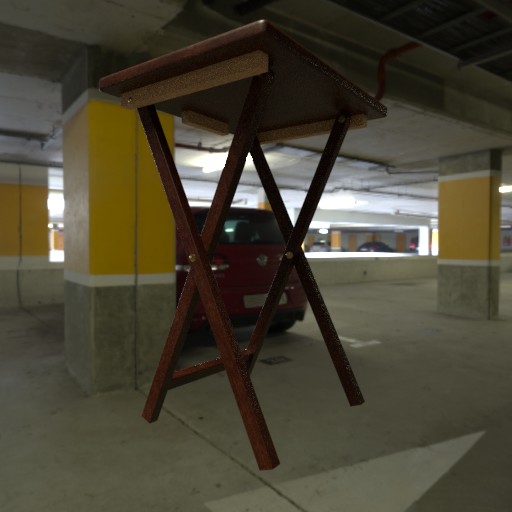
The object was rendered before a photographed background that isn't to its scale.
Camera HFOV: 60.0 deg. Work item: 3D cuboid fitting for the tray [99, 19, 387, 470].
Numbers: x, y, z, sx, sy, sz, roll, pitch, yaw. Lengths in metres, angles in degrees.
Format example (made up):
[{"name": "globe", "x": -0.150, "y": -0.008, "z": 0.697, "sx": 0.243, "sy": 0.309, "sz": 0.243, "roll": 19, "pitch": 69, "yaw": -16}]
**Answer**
[{"name": "tray", "x": 0.000, "y": 0.000, "z": 0.913, "sx": 0.381, "sy": 0.660, "sz": 0.483, "roll": 1, "pitch": 2, "yaw": 36}]
